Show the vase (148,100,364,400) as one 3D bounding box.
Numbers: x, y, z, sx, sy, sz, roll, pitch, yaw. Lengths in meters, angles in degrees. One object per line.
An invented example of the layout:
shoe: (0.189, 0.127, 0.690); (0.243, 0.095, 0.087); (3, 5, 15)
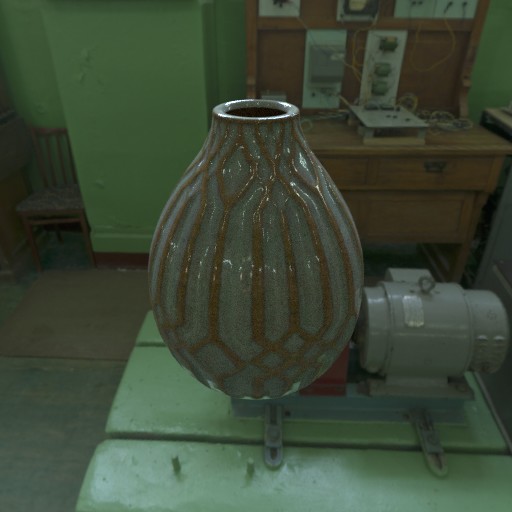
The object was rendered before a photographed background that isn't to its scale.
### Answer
vase: (0.000, 0.000, 0.270); (0.131, 0.175, 0.131); (0, 31, 0)
